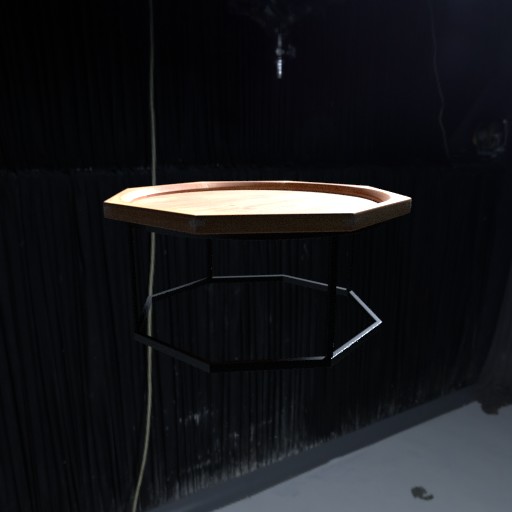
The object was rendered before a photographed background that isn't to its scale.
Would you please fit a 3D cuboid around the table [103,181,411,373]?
[{"bbox_3d":[0.000,0.000,1.562,1.002,0.444,1.002,0,14,0],"label":"table"}]
